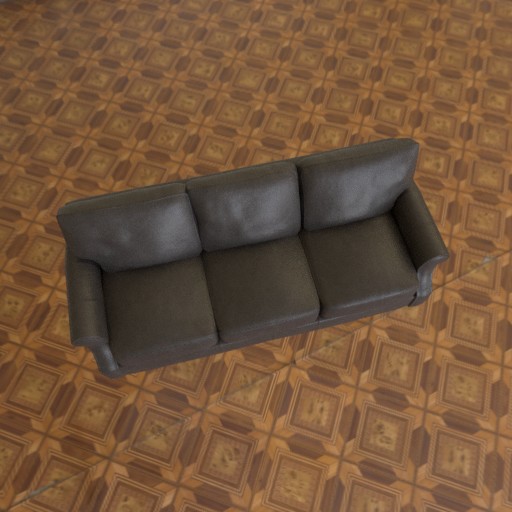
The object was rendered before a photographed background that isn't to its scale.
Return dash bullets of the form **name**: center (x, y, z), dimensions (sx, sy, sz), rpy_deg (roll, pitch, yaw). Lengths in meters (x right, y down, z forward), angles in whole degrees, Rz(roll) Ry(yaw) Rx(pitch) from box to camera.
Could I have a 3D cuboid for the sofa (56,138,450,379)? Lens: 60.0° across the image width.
- **sofa**: center (0.000, 0.000, 2.912), dimensions (2.387, 0.977, 0.974), rpy_deg (-12, 64, -6)
